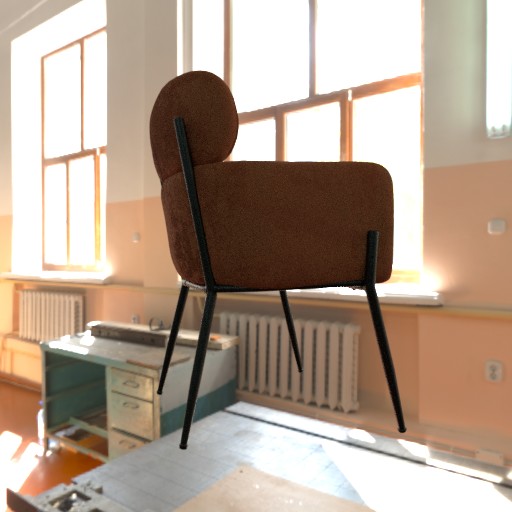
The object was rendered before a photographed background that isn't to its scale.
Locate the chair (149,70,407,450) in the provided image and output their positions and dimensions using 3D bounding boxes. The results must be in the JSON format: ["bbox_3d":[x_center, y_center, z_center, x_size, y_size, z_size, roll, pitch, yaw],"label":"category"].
[{"bbox_3d":[0.000,0.000,1.132,0.523,0.772,0.561,0,0,-19],"label":"chair"}]
